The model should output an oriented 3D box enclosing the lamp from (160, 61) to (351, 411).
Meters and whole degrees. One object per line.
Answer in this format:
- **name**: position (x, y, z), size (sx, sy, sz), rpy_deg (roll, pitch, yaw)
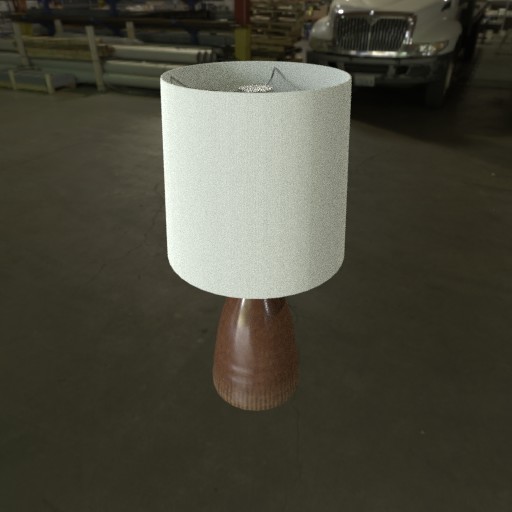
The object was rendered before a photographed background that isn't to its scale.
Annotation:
- **lamp**: position (0.000, 0.000, 0.481), size (0.186, 0.369, 0.186), rpy_deg (0, 31, 0)
